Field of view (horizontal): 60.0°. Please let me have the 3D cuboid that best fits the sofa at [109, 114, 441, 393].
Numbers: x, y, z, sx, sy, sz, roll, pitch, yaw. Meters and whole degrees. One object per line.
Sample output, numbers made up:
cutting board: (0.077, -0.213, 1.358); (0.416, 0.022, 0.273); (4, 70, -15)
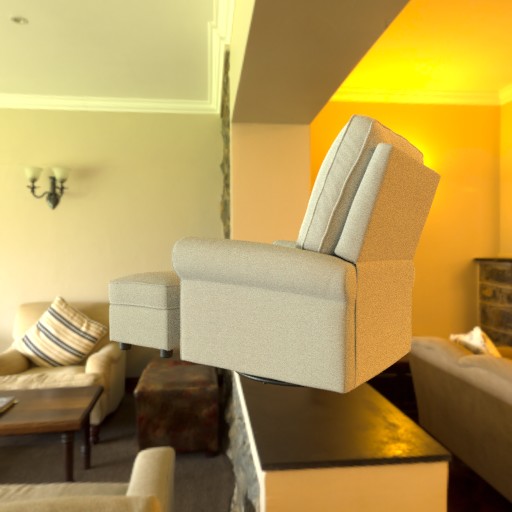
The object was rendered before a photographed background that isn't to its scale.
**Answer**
sofa: (0.000, 0.000, 2.054); (1.478, 0.959, 0.880); (0, 1, 34)
